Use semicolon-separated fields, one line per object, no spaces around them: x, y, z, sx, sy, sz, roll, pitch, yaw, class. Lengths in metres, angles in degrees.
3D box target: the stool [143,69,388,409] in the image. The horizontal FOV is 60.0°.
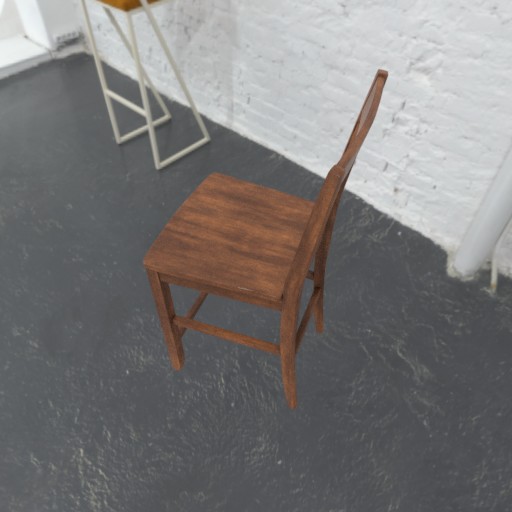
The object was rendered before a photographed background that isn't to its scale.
0.000;0.000;1.393;0.539;1.079;0.462;16;49;15;stool
